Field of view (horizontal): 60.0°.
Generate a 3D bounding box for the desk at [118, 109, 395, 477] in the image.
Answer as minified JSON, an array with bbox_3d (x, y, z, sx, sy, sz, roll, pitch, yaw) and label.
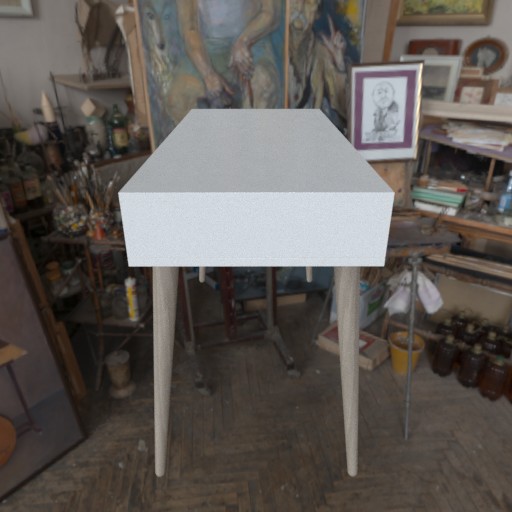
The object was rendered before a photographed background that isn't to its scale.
[{"bbox_3d":[0.000,0.000,1.351,0.491,0.723,0.979,0,26,0],"label":"desk"}]
